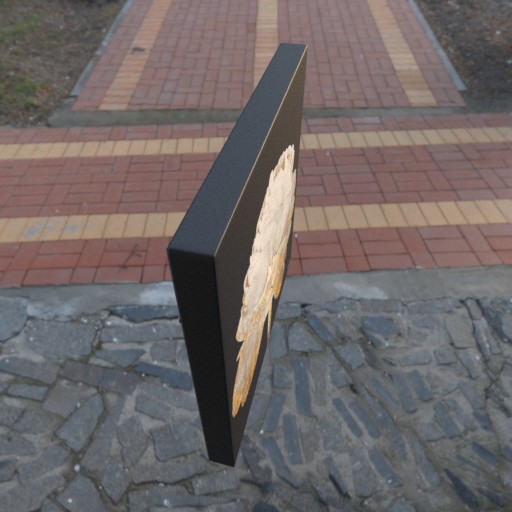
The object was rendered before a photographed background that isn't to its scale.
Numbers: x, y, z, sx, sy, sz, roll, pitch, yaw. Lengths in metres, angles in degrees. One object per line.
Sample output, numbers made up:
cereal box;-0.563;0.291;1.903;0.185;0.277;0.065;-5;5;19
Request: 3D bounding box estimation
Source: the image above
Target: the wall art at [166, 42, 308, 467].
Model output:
wall art;0.000;0.000;0.594;0.041;0.407;0.406;10;46;10
